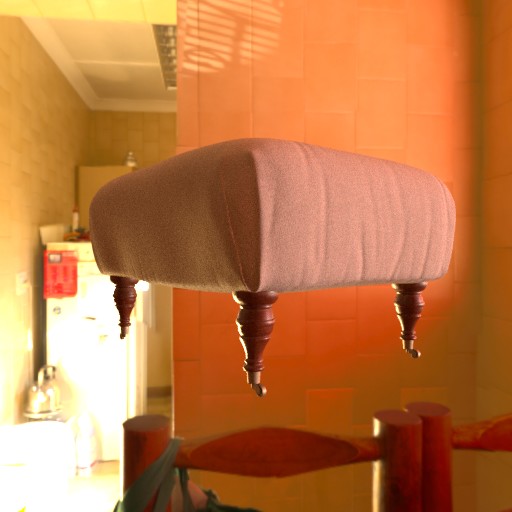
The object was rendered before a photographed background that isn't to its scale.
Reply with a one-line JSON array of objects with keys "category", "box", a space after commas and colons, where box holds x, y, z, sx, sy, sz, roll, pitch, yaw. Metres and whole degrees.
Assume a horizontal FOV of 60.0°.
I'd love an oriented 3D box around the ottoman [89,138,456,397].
[{"category": "ottoman", "box": [0.000, 0.000, 1.092, 0.622, 0.450, 0.746, 0, 0, -38]}]
